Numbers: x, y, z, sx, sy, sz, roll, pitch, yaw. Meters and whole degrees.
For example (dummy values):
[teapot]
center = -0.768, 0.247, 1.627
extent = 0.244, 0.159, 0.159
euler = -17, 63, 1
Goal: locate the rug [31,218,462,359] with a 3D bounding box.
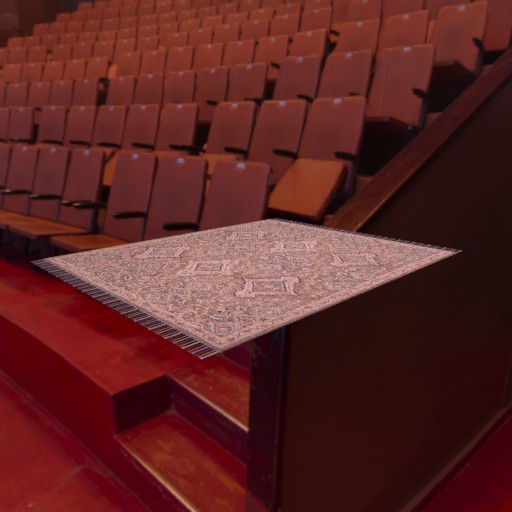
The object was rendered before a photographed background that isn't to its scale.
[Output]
[rug]
center = 0.000, 0.000, 3.997
extent = 3.056, 0.010, 2.437
euler = -14, 20, -42
